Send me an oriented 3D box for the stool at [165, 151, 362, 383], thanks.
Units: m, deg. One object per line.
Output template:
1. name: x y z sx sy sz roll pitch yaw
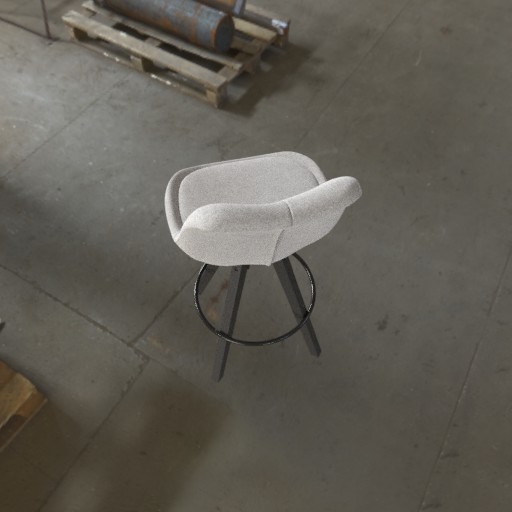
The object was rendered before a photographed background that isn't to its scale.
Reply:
1. stool: 0.000 0.000 1.412 0.485 1.115 0.550 -12 58 -8
